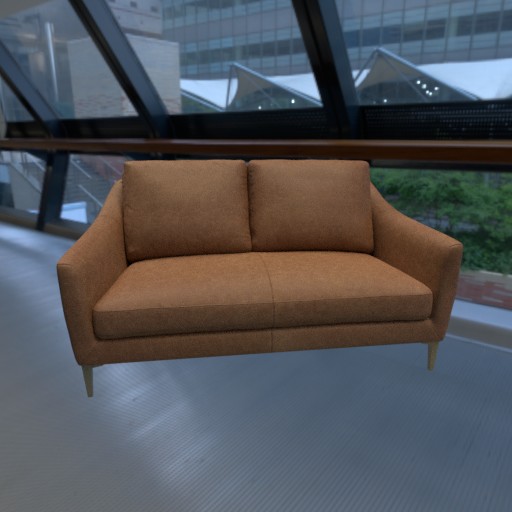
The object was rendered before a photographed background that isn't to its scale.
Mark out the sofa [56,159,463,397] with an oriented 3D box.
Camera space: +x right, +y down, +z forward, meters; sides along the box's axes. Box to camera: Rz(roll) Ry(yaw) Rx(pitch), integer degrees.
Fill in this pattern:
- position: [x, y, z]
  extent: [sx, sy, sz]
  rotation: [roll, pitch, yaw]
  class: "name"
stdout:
- position: [0.000, 0.000, 2.202]
  extent: [1.619, 0.902, 0.960]
  rotation: [-2, 17, -8]
  class: "sofa"
